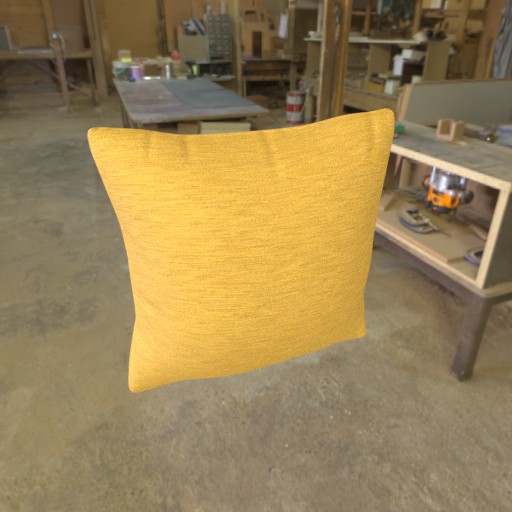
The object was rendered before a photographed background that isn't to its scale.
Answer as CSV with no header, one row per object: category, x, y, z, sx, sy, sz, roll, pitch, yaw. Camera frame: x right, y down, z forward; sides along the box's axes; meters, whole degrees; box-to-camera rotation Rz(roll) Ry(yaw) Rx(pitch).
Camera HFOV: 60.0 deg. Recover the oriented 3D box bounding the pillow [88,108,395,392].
pillow,0.000,0.000,0.686,0.435,0.417,0.247,-9,29,-17
